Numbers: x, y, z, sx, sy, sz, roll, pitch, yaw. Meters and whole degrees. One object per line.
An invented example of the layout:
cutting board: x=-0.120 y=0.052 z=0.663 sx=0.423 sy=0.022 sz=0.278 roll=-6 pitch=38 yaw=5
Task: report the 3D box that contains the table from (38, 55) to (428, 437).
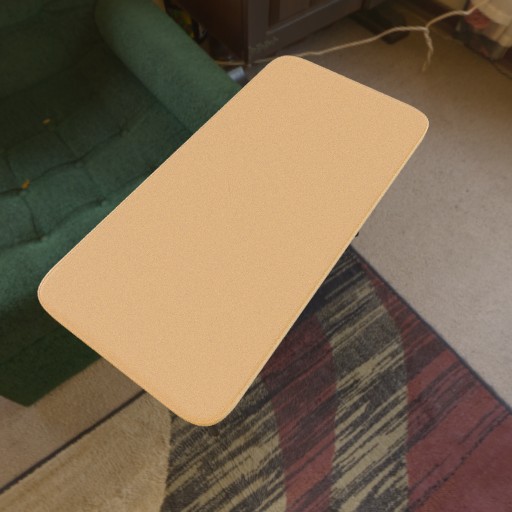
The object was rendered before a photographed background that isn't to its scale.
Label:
table: x=0.000 y=0.000 z=1.623 sx=0.610 sy=0.729 sz=1.219 roll=31 pitch=65 yaw=17
